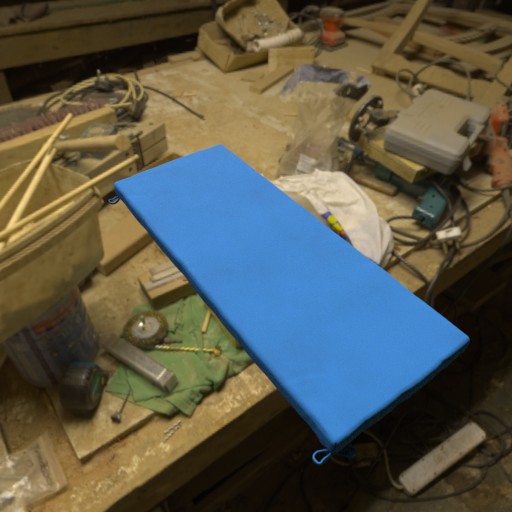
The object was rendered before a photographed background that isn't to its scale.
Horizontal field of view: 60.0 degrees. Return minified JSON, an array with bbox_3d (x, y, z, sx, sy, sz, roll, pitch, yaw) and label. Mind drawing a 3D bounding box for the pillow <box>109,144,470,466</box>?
[{"bbox_3d":[0.000,0.000,1.334,0.492,0.081,1.187,-27,50,-25],"label":"pillow"}]
